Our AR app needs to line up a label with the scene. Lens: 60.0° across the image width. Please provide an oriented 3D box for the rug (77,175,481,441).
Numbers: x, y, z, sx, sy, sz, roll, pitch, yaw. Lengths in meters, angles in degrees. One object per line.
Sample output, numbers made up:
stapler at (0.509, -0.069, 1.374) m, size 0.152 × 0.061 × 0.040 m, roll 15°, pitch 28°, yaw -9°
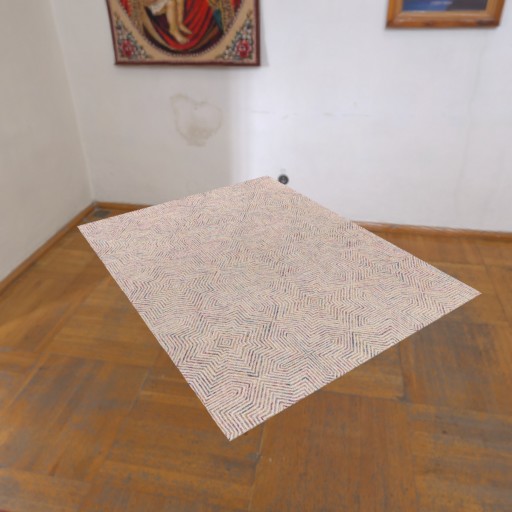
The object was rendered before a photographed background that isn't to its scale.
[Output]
rug at (0.000, 0.000, 4.146) m, size 2.442 × 0.008 × 3.046 m, roll -20°, pitch 38°, yaw -28°
